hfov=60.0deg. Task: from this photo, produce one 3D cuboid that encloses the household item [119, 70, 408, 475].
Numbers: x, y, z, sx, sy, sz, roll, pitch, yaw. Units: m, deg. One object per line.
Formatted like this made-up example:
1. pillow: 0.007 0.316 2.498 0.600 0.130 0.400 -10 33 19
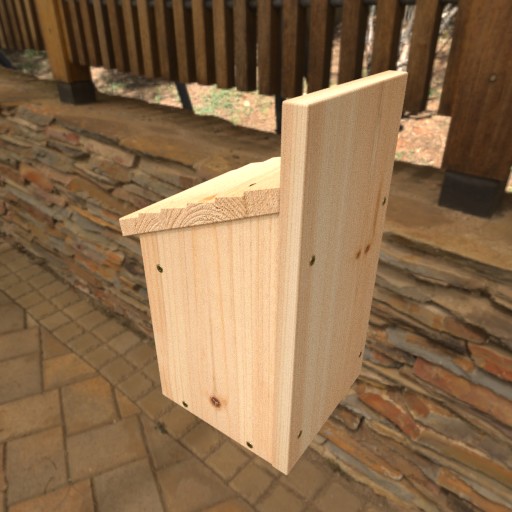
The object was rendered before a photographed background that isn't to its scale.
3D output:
1. household item: 0.000 0.000 0.391 0.171 0.300 0.149 20 35 31
